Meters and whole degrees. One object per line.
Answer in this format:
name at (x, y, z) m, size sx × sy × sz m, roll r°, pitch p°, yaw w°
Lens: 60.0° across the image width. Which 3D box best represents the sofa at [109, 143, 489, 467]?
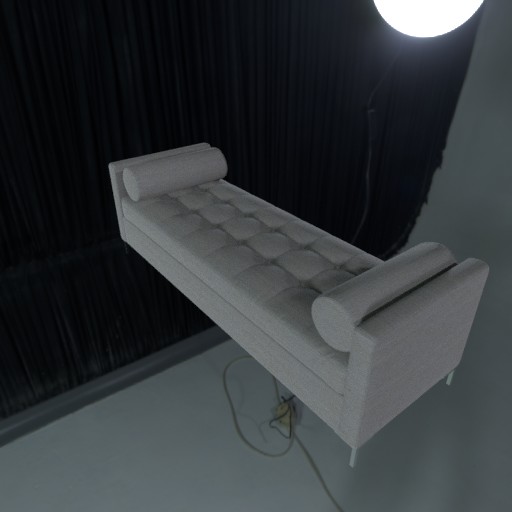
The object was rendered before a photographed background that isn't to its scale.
sofa at (0.000, 0.000, 2.290) m, size 0.686 × 0.635 × 1.981 m, roll -22°, pitch 37°, yaw -32°
